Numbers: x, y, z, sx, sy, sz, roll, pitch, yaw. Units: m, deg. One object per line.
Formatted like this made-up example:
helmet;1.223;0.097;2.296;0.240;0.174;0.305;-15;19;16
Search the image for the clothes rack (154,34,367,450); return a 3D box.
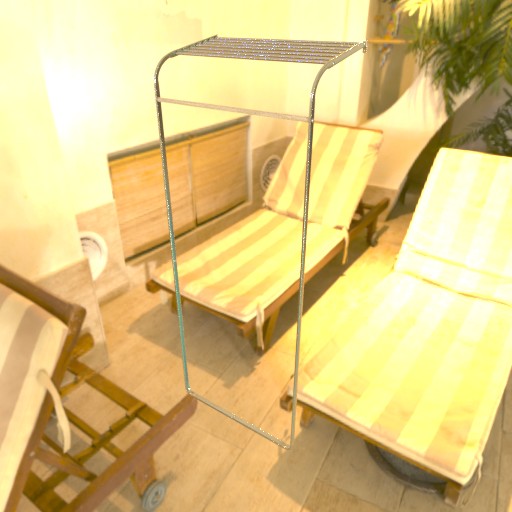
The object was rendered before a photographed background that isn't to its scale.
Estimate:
clothes rack;0.000;0.000;1.786;0.609;1.574;0.349;18;34;30
